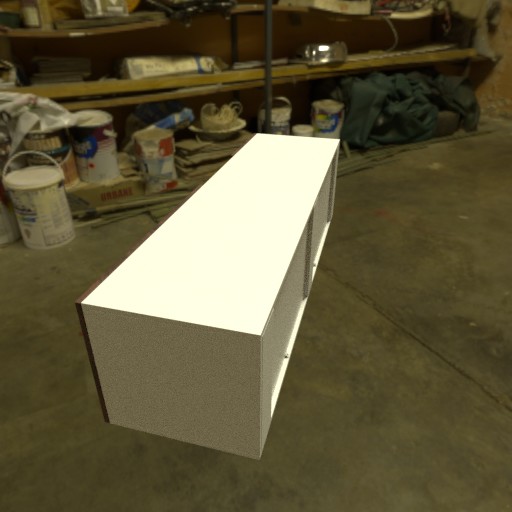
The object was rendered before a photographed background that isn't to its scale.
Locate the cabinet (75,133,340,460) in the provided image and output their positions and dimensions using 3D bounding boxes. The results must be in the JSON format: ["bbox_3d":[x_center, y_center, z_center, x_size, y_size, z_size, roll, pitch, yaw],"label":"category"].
[{"bbox_3d":[0.000,0.000,1.701,0.431,0.533,1.499,8,31,13],"label":"cabinet"}]
